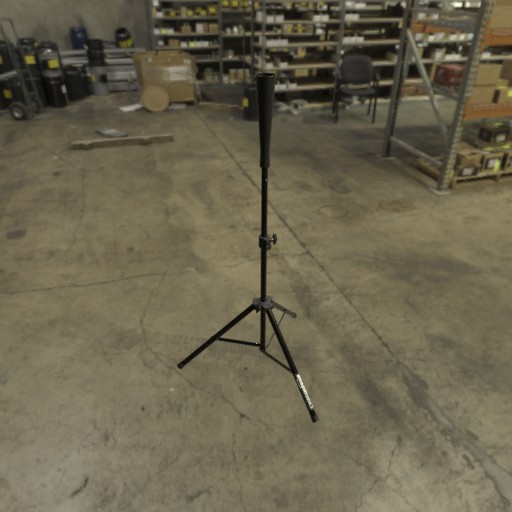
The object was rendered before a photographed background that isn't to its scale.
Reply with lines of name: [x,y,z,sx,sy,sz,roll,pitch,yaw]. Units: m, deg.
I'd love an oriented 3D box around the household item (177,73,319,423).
household item: [0.000,0.000,1.411,0.559,1.067,0.559,-10,33,-16]
